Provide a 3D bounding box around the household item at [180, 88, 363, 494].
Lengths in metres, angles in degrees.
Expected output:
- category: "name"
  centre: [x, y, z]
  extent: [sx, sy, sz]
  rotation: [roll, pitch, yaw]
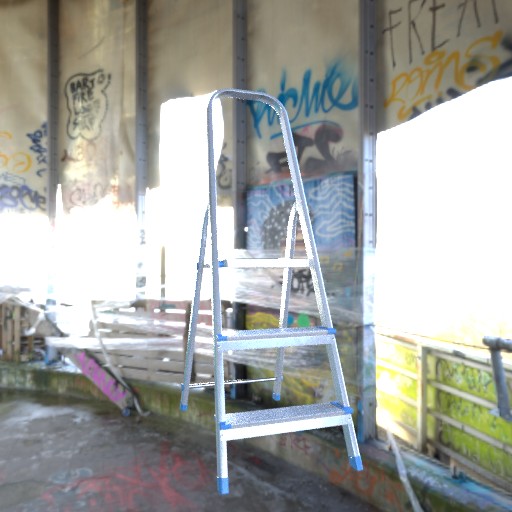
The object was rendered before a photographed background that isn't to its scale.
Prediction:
- category: "household item"
  centre: [0.000, 0.000, 1.517]
  extent: [0.420, 1.215, 0.687]
  rotation: [0, 0, -18]
